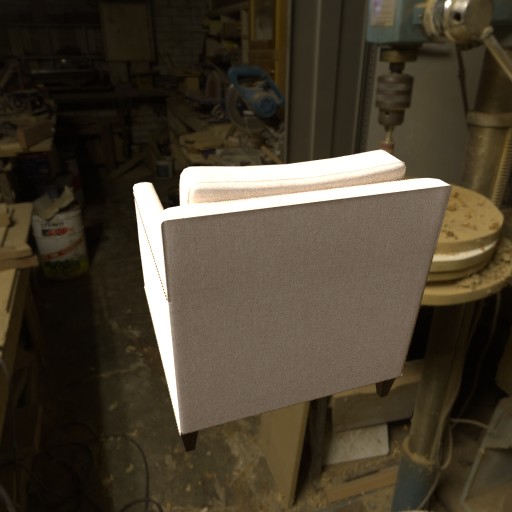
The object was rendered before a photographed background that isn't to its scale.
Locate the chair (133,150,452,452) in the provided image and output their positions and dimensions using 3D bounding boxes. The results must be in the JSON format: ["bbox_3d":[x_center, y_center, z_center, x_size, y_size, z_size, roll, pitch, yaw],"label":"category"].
[{"bbox_3d":[0.000,0.000,1.761,0.838,0.940,1.041,-9,28,-17],"label":"chair"}]
